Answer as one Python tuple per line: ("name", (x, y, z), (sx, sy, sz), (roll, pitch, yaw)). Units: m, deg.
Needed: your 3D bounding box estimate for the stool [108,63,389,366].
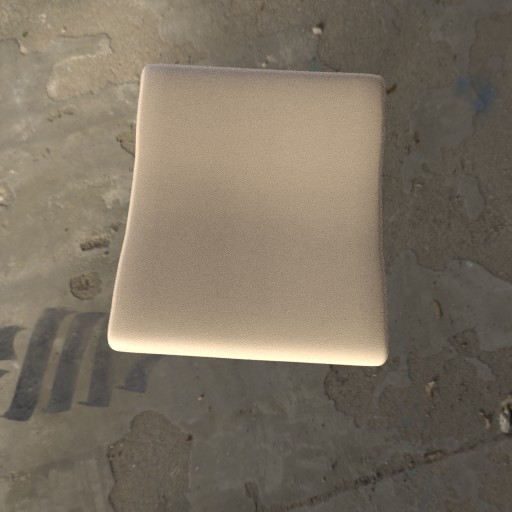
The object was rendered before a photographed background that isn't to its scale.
("stool", (0.000, 0.000, 1.030), (0.401, 0.762, 0.471), (3, 77, 1))
